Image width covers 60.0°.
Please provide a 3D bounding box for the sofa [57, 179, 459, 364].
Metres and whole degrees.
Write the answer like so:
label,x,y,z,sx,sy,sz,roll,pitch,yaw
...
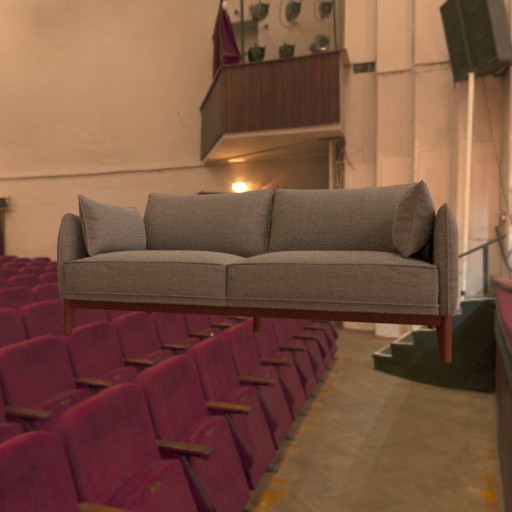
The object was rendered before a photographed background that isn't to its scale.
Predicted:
label,x,y,z,sx,sy,sz,roll,pitch,yaw
sofa,0.000,0.000,2.447,1.989,0.851,0.972,0,1,18
